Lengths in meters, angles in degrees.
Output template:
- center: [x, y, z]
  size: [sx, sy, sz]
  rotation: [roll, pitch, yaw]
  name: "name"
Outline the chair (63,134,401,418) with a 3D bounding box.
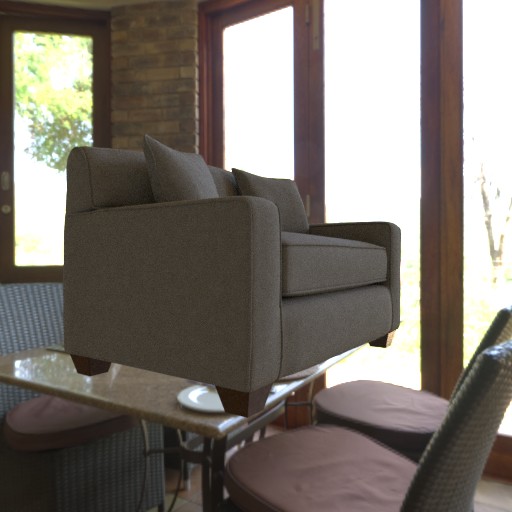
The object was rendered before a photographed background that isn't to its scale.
- center: [0.000, 0.000, 2.077]
  size: [0.992, 0.953, 1.395]
  rotation: [0, 0, 35]
  name: "chair"
